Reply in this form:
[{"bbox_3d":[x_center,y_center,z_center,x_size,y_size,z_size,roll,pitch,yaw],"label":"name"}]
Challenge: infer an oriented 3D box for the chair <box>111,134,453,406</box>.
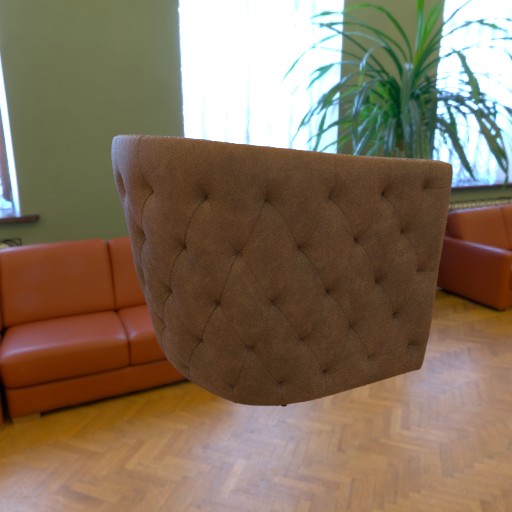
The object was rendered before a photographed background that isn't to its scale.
[{"bbox_3d":[0.000,0.000,1.503,0.870,0.790,0.850,-7,16,-26],"label":"chair"}]
